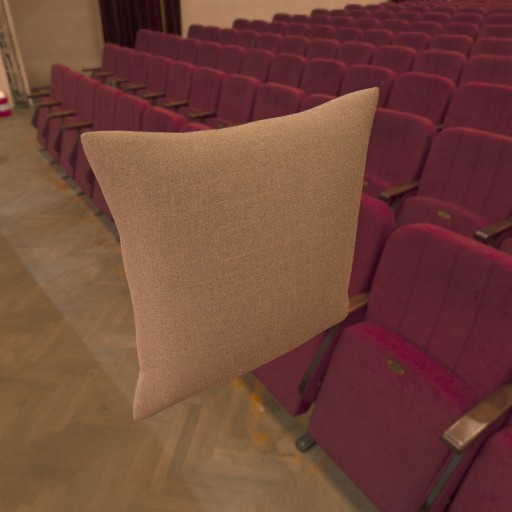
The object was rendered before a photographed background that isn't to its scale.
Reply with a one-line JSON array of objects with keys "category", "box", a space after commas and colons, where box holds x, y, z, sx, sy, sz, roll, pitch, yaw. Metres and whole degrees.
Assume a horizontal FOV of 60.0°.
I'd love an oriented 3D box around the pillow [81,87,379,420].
[{"category": "pillow", "box": [0.000, 0.000, 0.768, 0.512, 0.506, 0.178, -19, 36, -29]}]
